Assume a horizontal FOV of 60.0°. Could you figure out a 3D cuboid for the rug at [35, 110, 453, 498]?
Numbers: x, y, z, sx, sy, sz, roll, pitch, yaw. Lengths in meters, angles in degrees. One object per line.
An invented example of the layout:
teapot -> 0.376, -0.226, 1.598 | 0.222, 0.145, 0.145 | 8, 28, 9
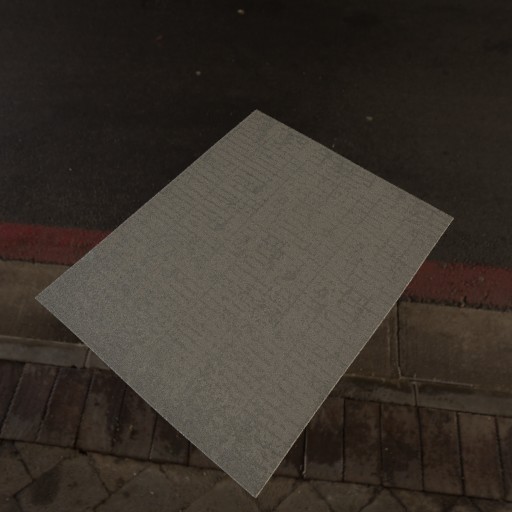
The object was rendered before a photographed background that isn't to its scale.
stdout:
rug -> 0.000, 0.000, 4.042 | 2.447, 0.014, 3.061 | 35, 65, 19
